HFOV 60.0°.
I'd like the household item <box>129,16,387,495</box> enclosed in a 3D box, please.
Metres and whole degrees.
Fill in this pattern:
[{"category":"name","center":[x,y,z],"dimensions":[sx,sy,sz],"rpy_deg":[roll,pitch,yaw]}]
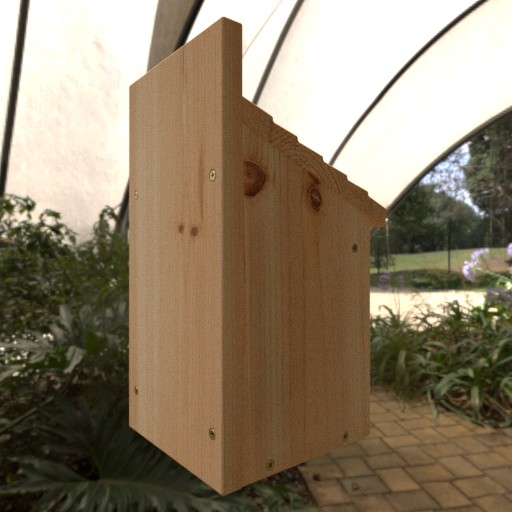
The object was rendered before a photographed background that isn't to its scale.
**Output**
[{"category":"household item","center":[0.000,0.000,0.386],"dimensions":[0.171,0.300,0.149],"rpy_deg":[0,0,-39]}]
